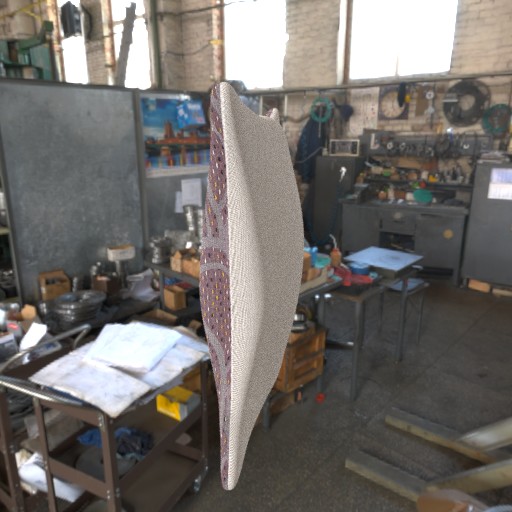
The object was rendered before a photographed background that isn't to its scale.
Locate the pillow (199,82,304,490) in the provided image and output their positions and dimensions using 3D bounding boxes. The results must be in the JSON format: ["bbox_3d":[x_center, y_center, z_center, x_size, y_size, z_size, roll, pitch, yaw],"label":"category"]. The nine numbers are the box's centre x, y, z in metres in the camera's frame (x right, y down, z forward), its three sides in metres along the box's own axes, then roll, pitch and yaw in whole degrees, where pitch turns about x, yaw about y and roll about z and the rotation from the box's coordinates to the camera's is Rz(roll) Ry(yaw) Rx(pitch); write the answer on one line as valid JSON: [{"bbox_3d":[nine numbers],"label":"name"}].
[{"bbox_3d":[0.000,0.000,0.765,0.163,0.513,0.514,2,16,8],"label":"pillow"}]
